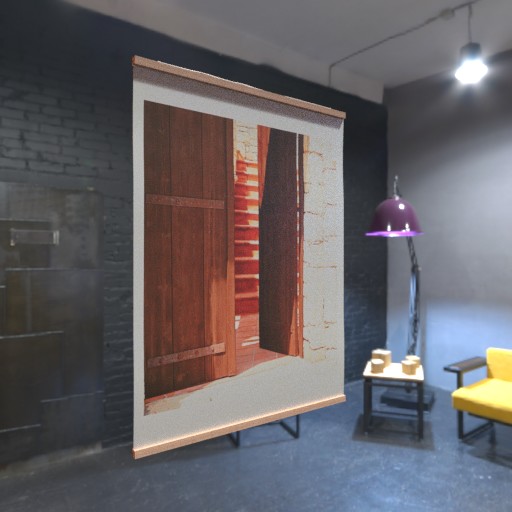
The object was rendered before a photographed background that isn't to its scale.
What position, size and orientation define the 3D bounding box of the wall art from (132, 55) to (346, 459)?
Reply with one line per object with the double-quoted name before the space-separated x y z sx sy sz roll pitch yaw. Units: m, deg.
"wall art" 0.000 0.000 1.334 0.758 1.013 0.020 0 0 -36
